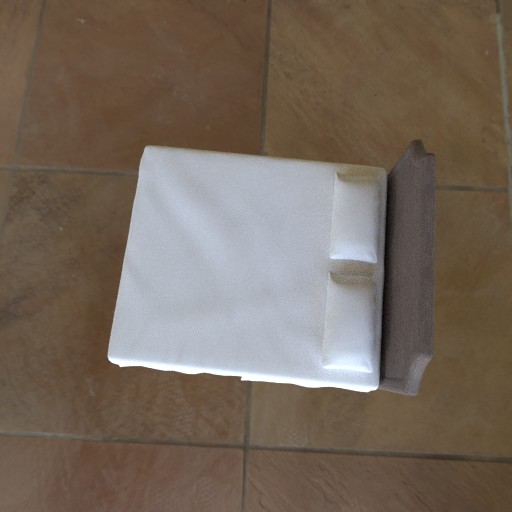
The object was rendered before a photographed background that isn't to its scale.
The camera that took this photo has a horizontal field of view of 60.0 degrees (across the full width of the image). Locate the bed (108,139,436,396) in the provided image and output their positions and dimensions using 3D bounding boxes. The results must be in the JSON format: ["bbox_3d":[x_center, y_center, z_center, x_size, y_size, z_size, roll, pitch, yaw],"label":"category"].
[{"bbox_3d":[0.000,0.000,4.201,2.773,1.590,2.350,6,77,1],"label":"bed"}]
